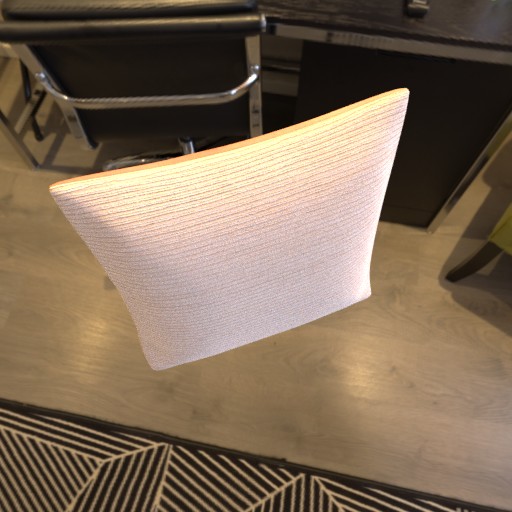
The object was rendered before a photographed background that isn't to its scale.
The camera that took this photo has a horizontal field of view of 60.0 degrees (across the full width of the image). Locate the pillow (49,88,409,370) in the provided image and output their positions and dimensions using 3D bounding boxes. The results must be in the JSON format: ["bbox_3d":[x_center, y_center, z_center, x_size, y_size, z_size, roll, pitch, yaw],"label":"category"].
[{"bbox_3d":[0.000,0.000,0.650,0.424,0.401,0.177,-18,65,-8],"label":"pillow"}]
